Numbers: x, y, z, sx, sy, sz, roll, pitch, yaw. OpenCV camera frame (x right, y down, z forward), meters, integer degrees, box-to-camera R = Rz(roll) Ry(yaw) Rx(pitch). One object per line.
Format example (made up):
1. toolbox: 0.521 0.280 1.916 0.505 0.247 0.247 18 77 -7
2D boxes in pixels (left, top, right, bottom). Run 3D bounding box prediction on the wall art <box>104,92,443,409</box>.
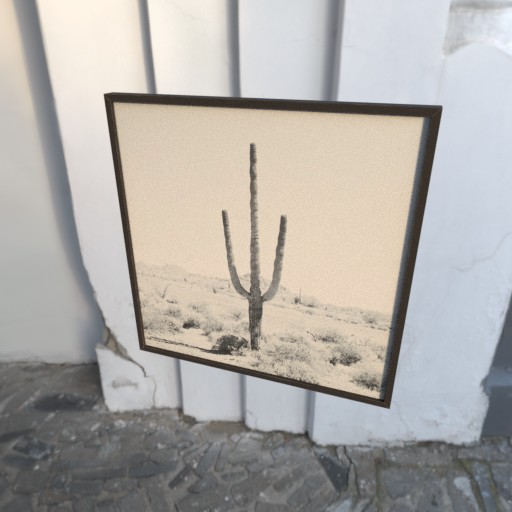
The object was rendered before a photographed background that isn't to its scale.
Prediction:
1. wall art: 0.000 0.000 1.134 0.762 0.762 0.038 9 27 17
